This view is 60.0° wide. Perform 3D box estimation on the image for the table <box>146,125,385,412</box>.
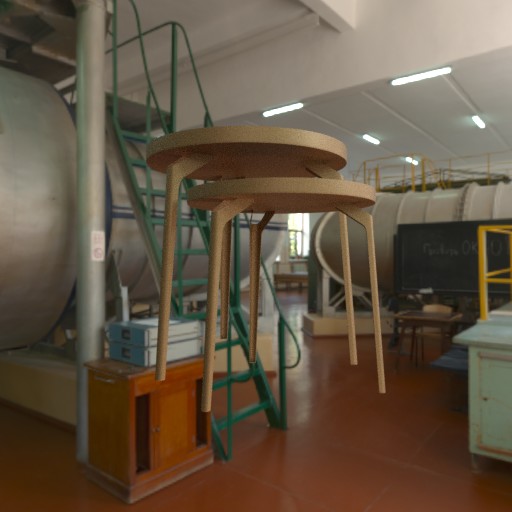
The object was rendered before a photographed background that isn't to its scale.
[{"bbox_3d":[0.000,0.000,1.125,0.532,0.555,0.751,0,0,-17],"label":"table"}]
